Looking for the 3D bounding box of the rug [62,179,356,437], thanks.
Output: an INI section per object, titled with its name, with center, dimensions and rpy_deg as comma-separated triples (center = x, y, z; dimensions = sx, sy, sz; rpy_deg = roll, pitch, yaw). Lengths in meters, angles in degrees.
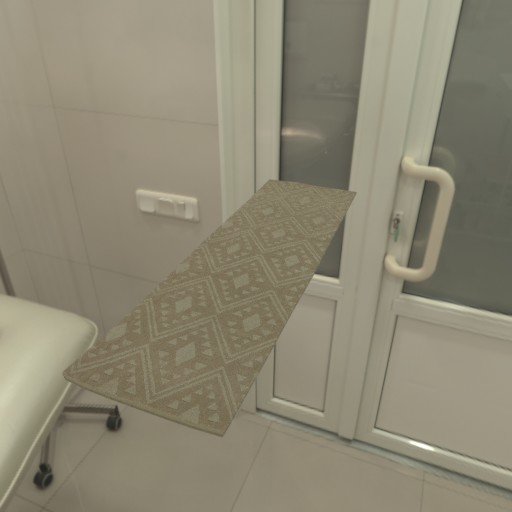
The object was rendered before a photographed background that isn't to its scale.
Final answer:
[rug]
center = 0.000, 0.000, 2.683
dimensions = 0.752, 0.051, 2.452
rpy_deg = 12, 33, 19
